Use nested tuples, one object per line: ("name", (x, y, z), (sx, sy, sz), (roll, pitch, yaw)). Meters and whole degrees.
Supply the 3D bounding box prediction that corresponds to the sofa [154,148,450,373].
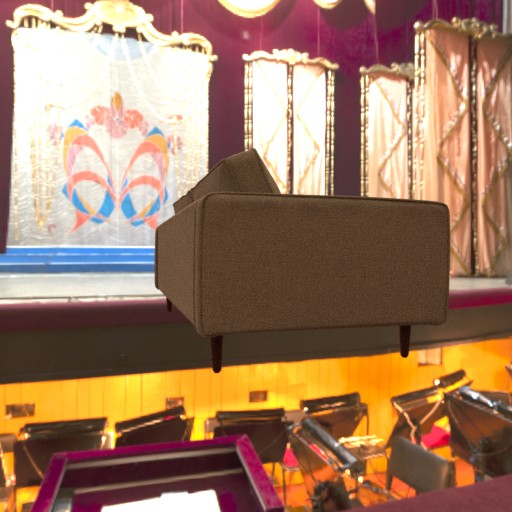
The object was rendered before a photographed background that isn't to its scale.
("sofa", (0.000, 0.000, 2.324), (0.914, 0.762, 1.879), (0, 1, -17))
